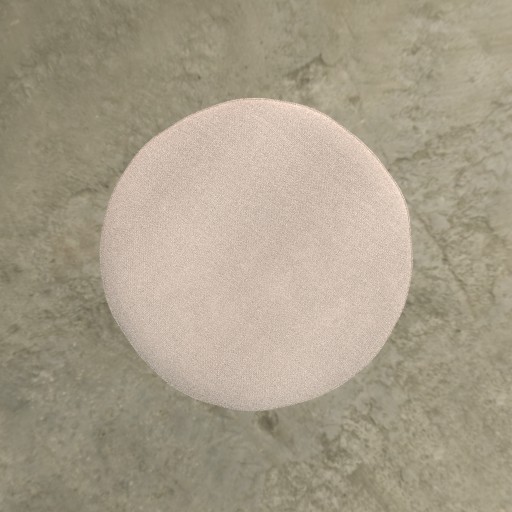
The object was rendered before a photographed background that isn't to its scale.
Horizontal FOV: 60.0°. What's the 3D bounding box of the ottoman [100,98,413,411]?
[{"bbox_3d":[0.000,0.000,0.866,0.497,0.409,0.497,0,89,0],"label":"ottoman"}]
